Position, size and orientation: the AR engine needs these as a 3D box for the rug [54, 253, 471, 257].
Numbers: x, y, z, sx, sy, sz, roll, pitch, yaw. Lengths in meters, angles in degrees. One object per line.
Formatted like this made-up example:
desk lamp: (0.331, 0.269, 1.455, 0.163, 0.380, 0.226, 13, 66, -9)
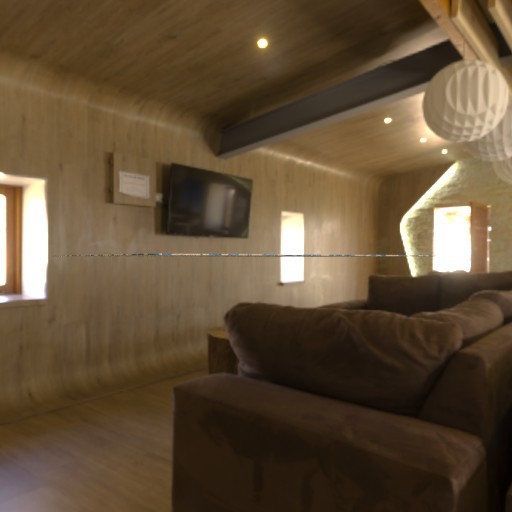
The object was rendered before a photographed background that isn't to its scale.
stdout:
rug: (0.000, 0.000, 4.064, 3.007, 0.007, 2.435, 0, 0, -35)
